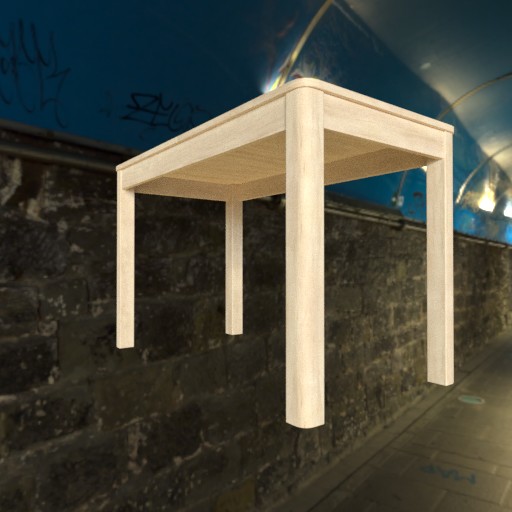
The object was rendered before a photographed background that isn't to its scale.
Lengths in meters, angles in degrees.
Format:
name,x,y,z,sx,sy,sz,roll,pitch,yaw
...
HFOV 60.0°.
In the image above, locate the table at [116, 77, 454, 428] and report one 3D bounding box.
name,x,y,z,sx,sy,sz,roll,pitch,yaw
table,0.000,0.000,1.899,0.750,0.900,1.400,0,-1,-37
